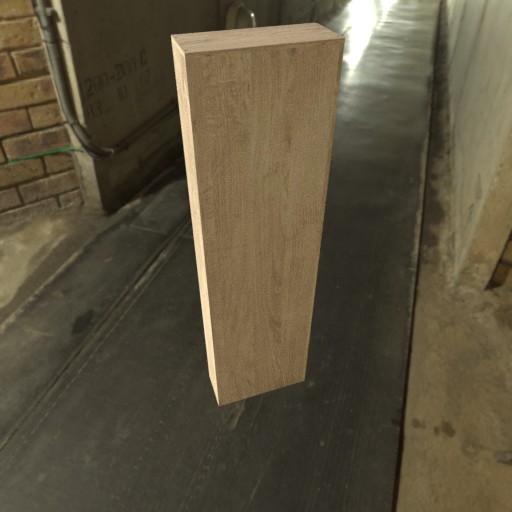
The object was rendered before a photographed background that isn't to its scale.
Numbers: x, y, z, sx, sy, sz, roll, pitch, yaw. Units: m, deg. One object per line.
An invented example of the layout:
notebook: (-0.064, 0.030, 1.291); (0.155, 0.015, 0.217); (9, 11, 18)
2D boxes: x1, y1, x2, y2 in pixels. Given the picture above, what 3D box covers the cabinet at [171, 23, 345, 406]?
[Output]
cabinet: (0.000, 0.000, 1.955); (0.500, 1.790, 0.230); (-12, 41, -14)
